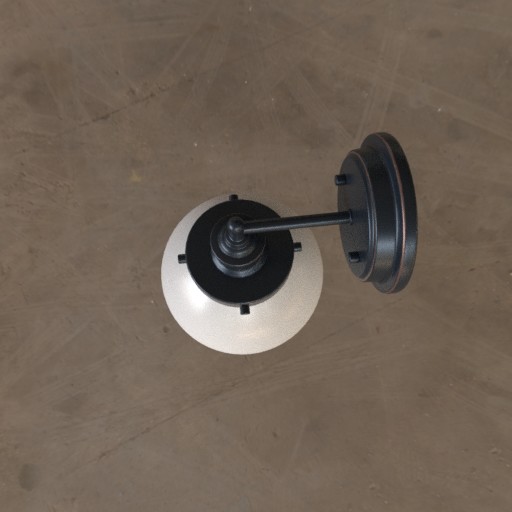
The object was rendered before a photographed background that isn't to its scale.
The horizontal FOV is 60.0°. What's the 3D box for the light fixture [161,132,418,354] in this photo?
[{"bbox_3d":[0.000,0.000,0.478,0.230,0.332,0.197,-6,75,-2],"label":"light fixture"}]
